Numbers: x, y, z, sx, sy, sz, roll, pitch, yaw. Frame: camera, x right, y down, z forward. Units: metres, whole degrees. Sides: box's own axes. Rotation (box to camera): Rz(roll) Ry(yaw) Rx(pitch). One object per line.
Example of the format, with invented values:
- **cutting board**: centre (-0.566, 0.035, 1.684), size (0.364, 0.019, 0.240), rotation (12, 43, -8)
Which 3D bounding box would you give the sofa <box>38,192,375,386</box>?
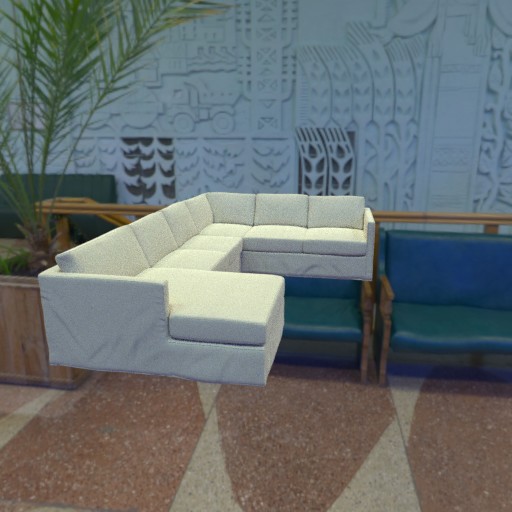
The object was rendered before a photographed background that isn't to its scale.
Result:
- **sofa**: centre (0.000, 0.000, 4.499), size (2.448, 0.882, 3.464), rotation (3, 15, 10)
